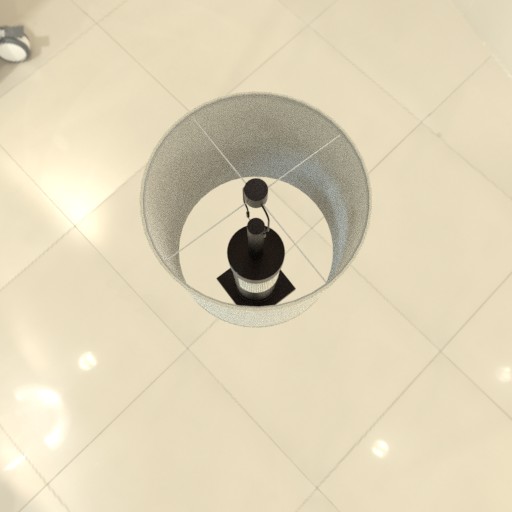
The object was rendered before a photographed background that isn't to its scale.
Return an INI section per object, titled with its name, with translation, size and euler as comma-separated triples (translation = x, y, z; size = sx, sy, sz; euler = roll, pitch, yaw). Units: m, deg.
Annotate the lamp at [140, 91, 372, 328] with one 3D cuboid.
[lamp]
translation = 0.000, 0.000, 0.635
size = 0.211, 0.509, 0.211
euler = -37, 79, -8
